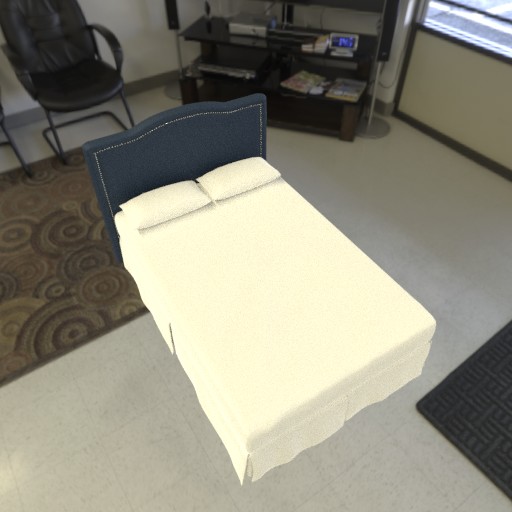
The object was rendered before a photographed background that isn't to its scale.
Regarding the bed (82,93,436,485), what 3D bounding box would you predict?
[{"bbox_3d":[0.000,0.000,3.496,1.741,1.441,2.507,-24,50,-21],"label":"bed"}]
